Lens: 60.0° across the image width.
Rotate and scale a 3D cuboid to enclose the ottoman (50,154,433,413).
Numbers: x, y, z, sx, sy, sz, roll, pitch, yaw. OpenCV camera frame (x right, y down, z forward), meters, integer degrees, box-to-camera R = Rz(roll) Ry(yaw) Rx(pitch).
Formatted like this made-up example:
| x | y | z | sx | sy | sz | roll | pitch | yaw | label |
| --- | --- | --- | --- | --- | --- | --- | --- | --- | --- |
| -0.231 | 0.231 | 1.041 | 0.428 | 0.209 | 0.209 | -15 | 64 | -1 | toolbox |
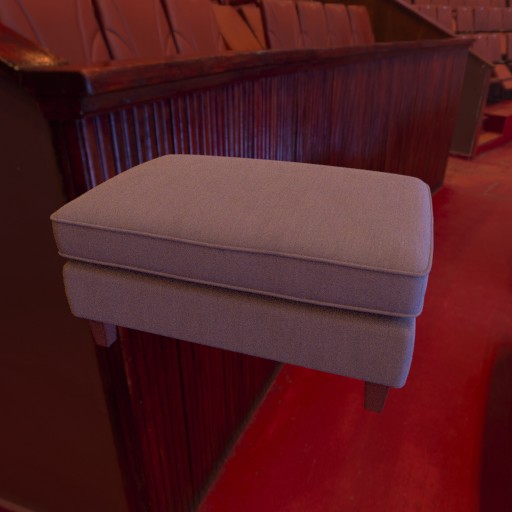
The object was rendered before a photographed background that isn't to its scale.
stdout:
| x | y | z | sx | sy | sz | roll | pitch | yaw | label |
| --- | --- | --- | --- | --- | --- | --- | --- | --- | --- |
| 0.000 | 0.000 | 1.332 | 0.941 | 0.480 | 0.636 | 9 | 29 | 16 | ottoman |
